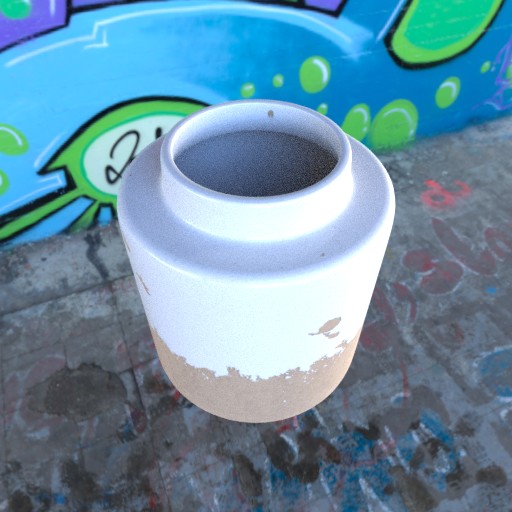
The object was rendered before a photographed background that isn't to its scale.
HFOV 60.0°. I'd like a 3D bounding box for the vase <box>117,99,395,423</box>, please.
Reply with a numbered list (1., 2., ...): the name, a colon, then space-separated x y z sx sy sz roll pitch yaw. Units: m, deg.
1. vase: 0.000 0.000 0.287 0.153 0.167 0.153 0 46 0
